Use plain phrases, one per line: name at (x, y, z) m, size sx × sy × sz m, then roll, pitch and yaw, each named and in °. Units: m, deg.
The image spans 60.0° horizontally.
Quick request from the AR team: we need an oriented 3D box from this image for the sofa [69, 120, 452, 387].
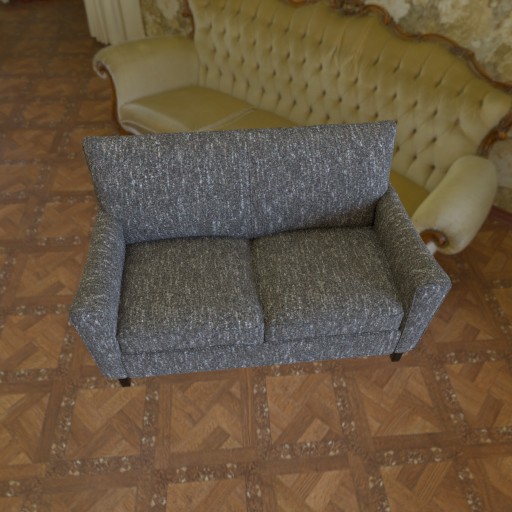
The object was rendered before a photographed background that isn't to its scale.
sofa at (0.000, 0.000, 2.107) m, size 1.519 × 0.946 × 0.801 m, roll -4°, pitch 47°, yaw -4°
